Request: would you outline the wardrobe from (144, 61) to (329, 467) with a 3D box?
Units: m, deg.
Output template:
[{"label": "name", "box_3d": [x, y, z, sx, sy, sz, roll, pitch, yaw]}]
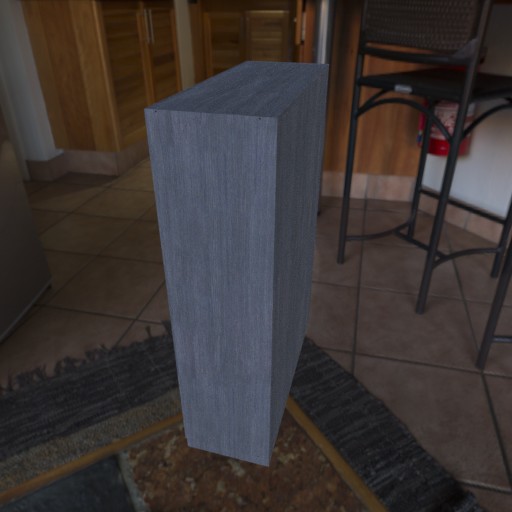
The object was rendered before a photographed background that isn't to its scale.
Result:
[{"label": "wardrobe", "box_3d": [0.000, 0.000, 2.567, 0.510, 1.910, 1.290, 8, 32, 13]}]
